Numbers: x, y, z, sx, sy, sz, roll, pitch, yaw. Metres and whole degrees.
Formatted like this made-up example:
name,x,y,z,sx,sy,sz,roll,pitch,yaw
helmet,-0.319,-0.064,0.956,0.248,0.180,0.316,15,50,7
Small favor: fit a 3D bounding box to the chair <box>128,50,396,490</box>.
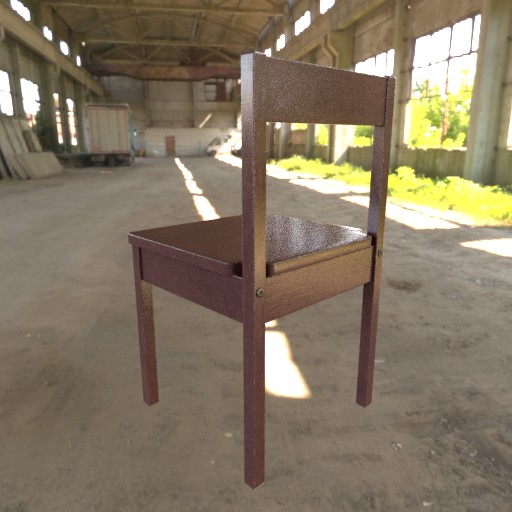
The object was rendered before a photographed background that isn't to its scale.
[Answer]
name,x,y,z,sx,sy,sz,roll,pitch,yaw
chair,0.000,0.000,0.884,0.367,0.668,0.361,-14,20,-42
